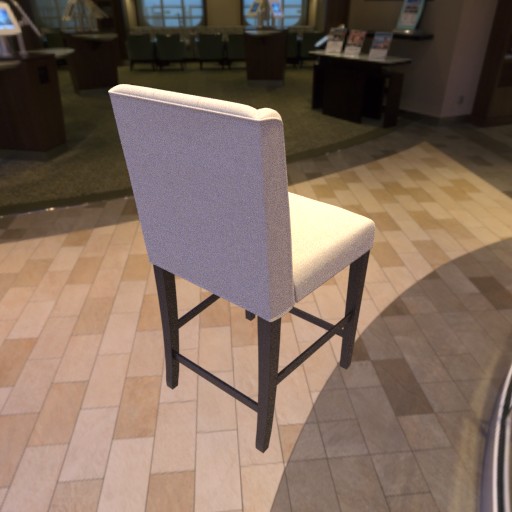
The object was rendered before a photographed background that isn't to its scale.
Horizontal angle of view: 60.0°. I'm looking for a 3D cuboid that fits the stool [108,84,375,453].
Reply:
[{"bbox_3d":[0.000,0.000,1.250,0.474,0.939,0.509,22,37,33],"label":"stool"}]
